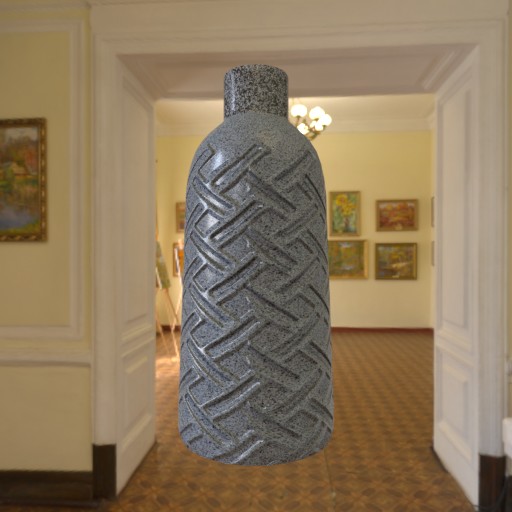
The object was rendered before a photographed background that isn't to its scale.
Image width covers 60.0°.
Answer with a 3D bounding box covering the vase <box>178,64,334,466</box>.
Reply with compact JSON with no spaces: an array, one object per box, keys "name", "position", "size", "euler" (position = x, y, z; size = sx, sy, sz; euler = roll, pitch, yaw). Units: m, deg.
[{"name":"vase","position":[0.000,0.000,0.351],"size":[0.122,0.282,0.122],"euler":[0,0,0]}]
